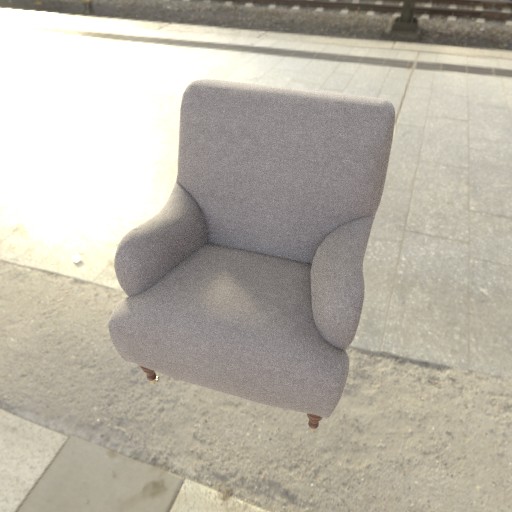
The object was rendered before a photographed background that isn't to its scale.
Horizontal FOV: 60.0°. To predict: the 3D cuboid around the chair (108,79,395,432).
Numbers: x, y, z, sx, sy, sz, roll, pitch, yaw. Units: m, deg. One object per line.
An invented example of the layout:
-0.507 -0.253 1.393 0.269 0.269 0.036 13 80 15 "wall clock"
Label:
0.000 0.000 1.540 0.766 0.942 0.843 12 41 14 "chair"
